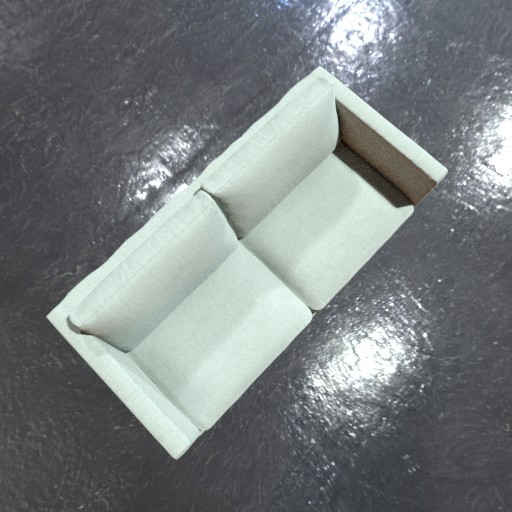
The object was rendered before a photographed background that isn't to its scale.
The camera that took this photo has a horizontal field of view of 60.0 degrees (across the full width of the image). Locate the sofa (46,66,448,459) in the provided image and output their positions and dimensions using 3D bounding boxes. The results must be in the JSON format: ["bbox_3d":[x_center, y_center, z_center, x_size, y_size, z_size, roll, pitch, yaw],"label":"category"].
[{"bbox_3d":[0.000,0.000,2.498,0.940,0.870,1.987,43,80,10],"label":"sofa"}]
